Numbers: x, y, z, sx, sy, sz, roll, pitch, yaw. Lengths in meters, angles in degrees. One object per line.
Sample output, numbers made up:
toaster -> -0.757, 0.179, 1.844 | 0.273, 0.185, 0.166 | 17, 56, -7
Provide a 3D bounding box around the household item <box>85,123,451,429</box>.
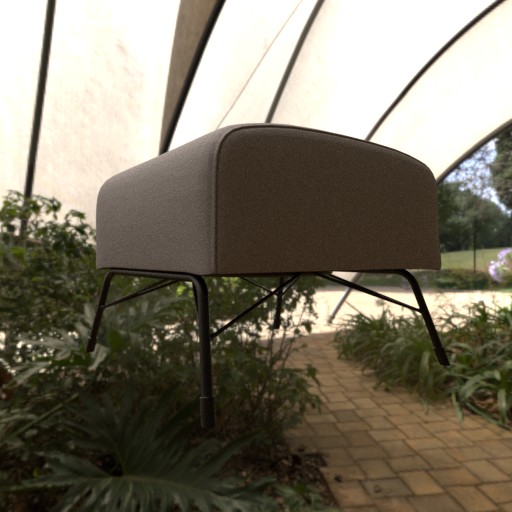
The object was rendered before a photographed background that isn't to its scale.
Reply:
household item -> 0.000, 0.000, 0.893 | 0.530, 0.410, 0.530 | 0, 0, -36
